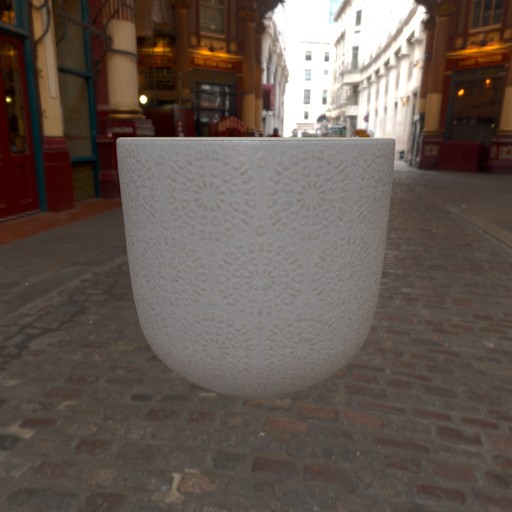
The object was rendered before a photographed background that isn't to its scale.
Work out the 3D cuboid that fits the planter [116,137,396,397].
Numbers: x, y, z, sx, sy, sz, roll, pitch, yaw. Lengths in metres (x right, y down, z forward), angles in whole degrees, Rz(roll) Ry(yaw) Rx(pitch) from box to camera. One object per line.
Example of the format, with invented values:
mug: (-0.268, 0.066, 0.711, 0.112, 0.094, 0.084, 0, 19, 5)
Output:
planter: (0.000, 0.000, 0.369, 0.208, 0.190, 0.208, 0, 15, 0)
